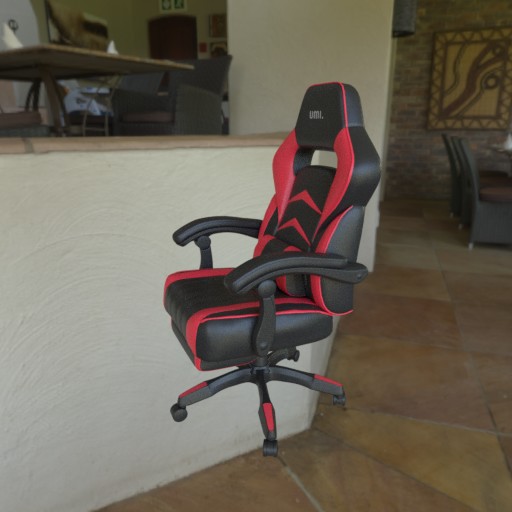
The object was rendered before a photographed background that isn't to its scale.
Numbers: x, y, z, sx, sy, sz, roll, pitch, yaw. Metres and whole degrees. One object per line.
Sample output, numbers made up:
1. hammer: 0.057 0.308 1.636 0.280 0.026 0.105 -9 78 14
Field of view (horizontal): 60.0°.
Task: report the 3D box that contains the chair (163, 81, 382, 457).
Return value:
1. chair: 0.000 0.000 1.646 0.700 1.220 0.700 -8 18 -24
